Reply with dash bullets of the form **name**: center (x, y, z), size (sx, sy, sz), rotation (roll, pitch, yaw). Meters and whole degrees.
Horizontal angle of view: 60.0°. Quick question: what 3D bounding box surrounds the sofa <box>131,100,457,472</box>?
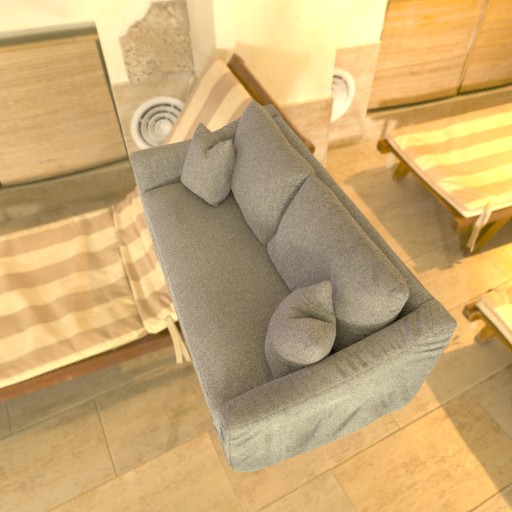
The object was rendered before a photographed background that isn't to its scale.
- **sofa**: center (0.000, 0.000, 2.607), size (1.072, 1.018, 2.010), rotation (-16, 49, -15)
